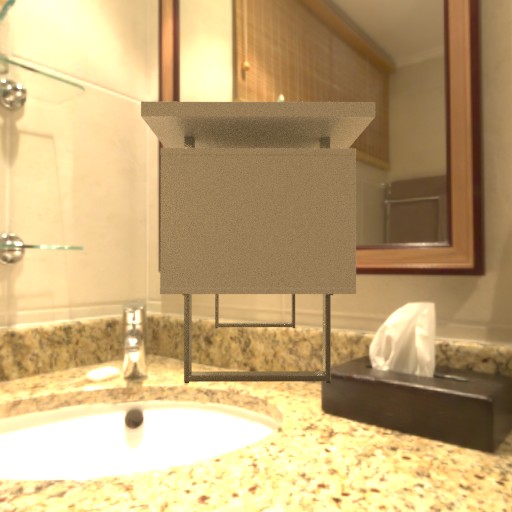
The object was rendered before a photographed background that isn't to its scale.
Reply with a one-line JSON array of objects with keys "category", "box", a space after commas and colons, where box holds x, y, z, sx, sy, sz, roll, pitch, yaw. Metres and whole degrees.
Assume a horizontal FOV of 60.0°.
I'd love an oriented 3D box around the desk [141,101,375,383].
[{"category": "desk", "box": [0.000, 0.000, 1.898, 0.603, 0.773, 1.530, 0, -1, 0]}]
